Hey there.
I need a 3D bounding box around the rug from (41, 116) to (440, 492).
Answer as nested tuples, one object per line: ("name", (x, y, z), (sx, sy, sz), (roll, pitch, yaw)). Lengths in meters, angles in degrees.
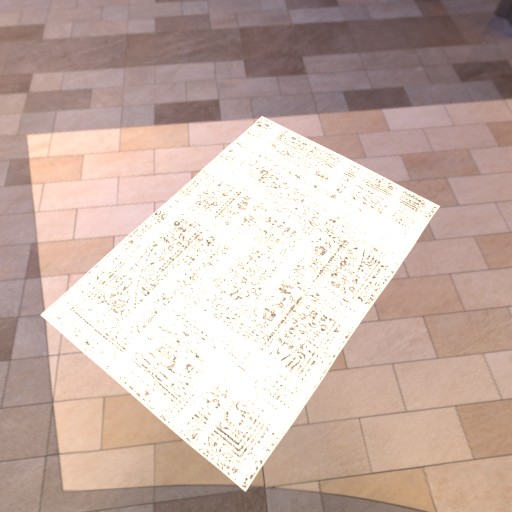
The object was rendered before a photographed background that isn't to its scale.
("rug", (0.000, 0.000, 3.138), (1.706, 0.026, 2.438), (32, 63, 19))
